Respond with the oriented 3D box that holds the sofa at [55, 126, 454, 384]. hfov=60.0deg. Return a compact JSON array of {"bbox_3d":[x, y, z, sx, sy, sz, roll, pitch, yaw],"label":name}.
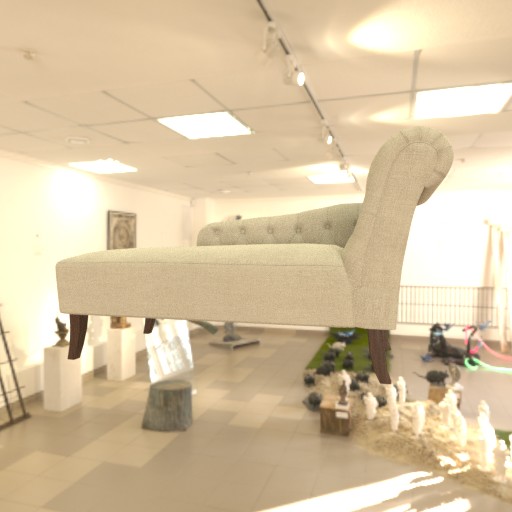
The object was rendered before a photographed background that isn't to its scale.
[{"bbox_3d":[0.000,0.000,1.771,1.379,0.787,0.675,0,1,17],"label":"sofa"}]
